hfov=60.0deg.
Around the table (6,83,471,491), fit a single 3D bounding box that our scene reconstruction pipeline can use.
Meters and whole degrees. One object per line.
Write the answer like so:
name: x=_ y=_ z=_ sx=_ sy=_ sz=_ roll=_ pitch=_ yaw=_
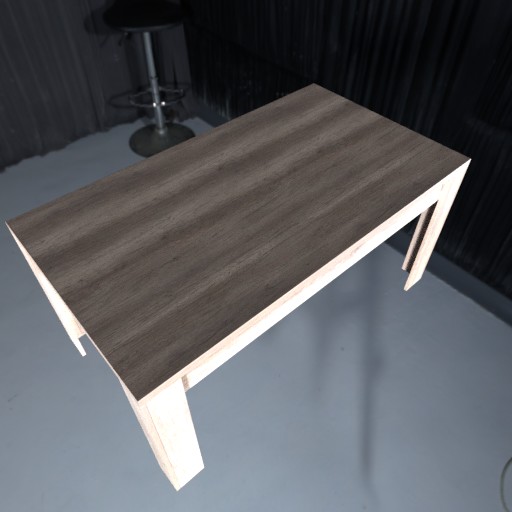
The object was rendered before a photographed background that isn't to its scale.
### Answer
table: x=0.000 y=0.000 z=2.001 sx=1.600 sy=0.775 sz=0.900 roll=-33 pitch=55 yaw=-27
